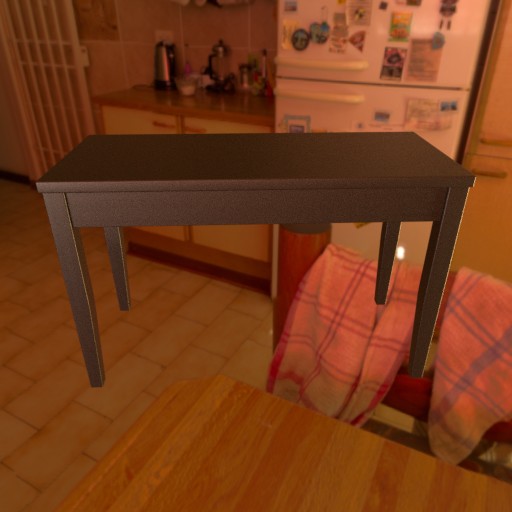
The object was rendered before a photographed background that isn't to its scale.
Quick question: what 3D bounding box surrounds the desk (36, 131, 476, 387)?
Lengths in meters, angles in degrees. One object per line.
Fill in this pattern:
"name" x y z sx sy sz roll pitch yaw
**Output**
"desk" 0.000 0.000 1.633 1.220 0.775 0.508 -1 29 -2
